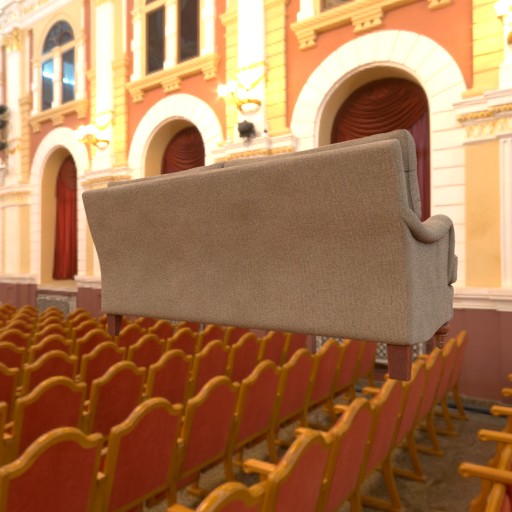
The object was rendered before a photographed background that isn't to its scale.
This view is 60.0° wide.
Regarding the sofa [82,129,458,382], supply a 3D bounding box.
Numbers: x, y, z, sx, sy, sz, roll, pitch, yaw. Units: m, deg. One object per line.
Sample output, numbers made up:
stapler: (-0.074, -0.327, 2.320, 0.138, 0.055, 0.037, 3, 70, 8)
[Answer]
sofa: (0.000, 0.000, 2.760, 2.193, 1.096, 1.069, -1, -1, 36)
